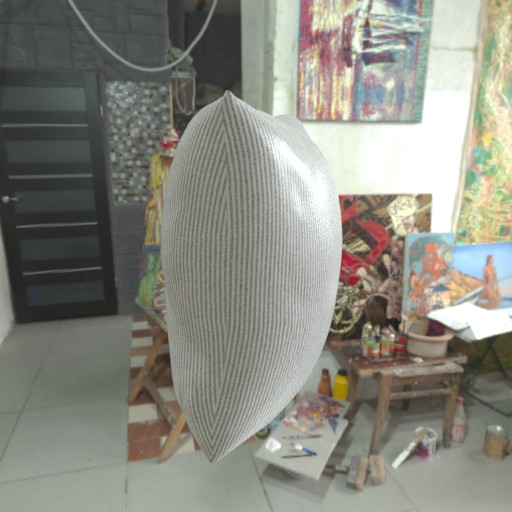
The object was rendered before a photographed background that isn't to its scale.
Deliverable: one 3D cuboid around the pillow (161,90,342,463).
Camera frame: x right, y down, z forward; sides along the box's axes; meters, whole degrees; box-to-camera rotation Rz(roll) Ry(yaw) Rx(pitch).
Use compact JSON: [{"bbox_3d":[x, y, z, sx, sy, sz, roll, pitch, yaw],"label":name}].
[{"bbox_3d":[0.000,0.000,0.671,0.387,0.432,0.310,-13,20,-42],"label":"pillow"}]
